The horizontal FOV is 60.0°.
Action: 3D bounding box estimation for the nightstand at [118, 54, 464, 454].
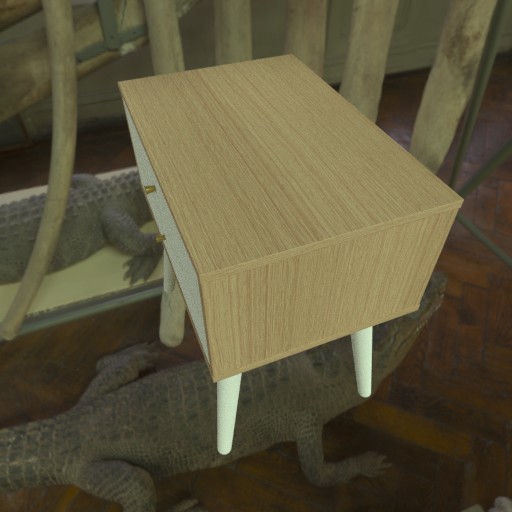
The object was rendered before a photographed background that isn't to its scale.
[{"bbox_3d":[0.000,0.000,0.978,0.407,0.610,0.571,-16,47,-15],"label":"nightstand"}]
